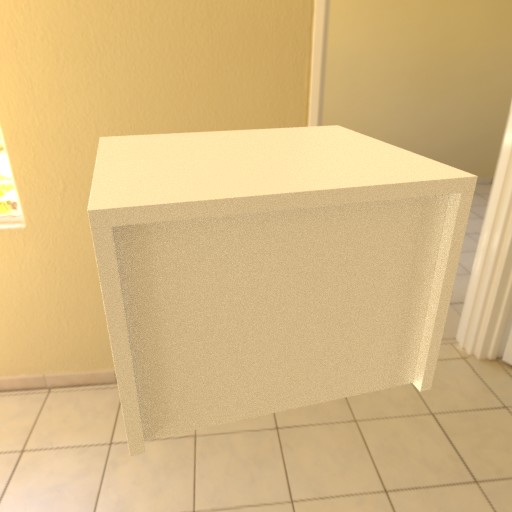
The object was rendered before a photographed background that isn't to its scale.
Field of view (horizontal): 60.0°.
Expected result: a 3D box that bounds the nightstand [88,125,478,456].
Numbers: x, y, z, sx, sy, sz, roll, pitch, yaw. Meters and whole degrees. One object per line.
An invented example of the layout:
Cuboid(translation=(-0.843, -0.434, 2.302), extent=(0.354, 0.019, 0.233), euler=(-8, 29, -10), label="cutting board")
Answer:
Cuboid(translation=(0.000, 0.000, 0.757), extent=(0.470, 0.351, 0.408), euler=(-7, 26, -14), label="nightstand")
